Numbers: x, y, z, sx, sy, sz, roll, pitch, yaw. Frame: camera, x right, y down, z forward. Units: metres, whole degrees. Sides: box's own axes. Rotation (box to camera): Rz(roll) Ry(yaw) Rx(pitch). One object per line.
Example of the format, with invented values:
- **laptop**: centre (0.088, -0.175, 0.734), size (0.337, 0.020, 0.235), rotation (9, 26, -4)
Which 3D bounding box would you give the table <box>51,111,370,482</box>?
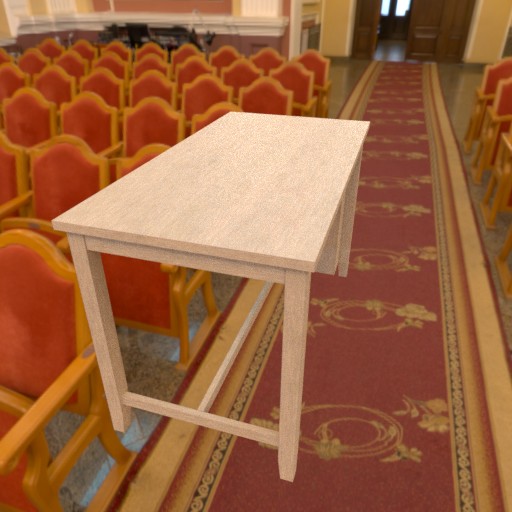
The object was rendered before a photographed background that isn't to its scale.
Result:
- **table**: centre (0.000, 0.000, 1.911), size (0.729, 0.874, 1.397), rotation (9, 32, 15)
